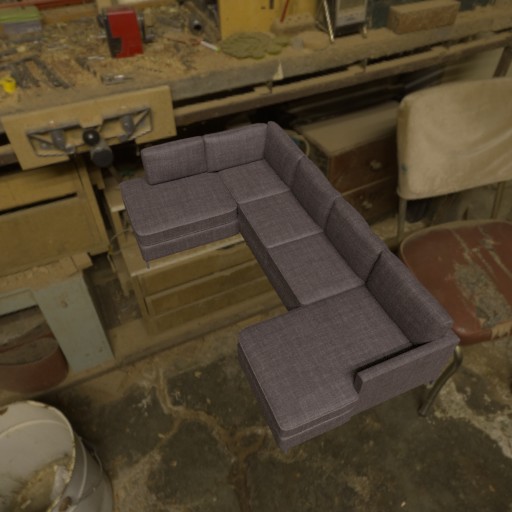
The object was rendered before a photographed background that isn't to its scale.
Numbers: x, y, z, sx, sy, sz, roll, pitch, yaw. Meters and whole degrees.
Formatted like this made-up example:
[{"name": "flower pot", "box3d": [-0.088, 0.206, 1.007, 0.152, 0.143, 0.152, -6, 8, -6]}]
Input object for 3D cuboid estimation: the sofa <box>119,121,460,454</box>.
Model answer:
[{"name": "sofa", "box3d": [0.000, 0.000, 4.415, 2.048, 0.999, 3.423, -17, 49, -16]}]
